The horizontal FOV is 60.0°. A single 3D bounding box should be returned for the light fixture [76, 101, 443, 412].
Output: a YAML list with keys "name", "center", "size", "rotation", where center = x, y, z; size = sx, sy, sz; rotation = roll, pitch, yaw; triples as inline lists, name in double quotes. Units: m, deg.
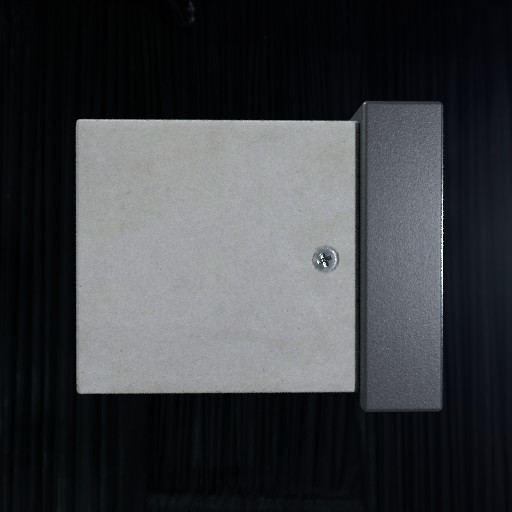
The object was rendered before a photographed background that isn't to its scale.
- name: "light fixture"
  center: [0.000, 0.000, 0.230]
  size: [0.143, 0.121, 0.121]
  rotation: [0, 0, -1]
